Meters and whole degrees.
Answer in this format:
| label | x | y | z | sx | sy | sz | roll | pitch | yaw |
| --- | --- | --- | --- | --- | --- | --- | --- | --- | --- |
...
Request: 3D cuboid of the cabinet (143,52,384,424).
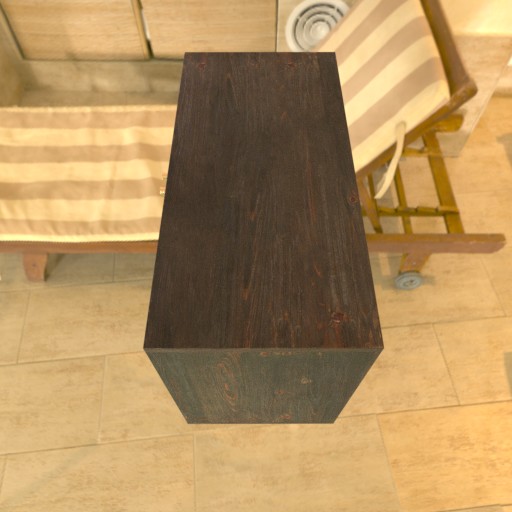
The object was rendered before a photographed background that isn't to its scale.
| label | x | y | z | sx | sy | sz | roll | pitch | yaw |
| --- | --- | --- | --- | --- | --- | --- | --- | --- | --- |
| cabinet | 0.000 | 0.000 | 1.563 | 0.529 | 0.897 | 1.023 | 0 | 57 | 0 |
